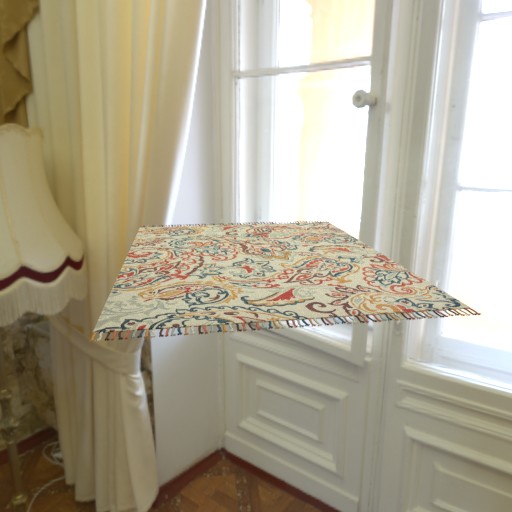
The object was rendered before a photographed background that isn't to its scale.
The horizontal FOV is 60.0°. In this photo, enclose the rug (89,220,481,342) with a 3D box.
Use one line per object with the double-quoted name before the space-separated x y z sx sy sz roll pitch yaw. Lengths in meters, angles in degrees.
"rug" 0.000 0.000 4.243 2.439 0.015 3.274 -2 16 -9
